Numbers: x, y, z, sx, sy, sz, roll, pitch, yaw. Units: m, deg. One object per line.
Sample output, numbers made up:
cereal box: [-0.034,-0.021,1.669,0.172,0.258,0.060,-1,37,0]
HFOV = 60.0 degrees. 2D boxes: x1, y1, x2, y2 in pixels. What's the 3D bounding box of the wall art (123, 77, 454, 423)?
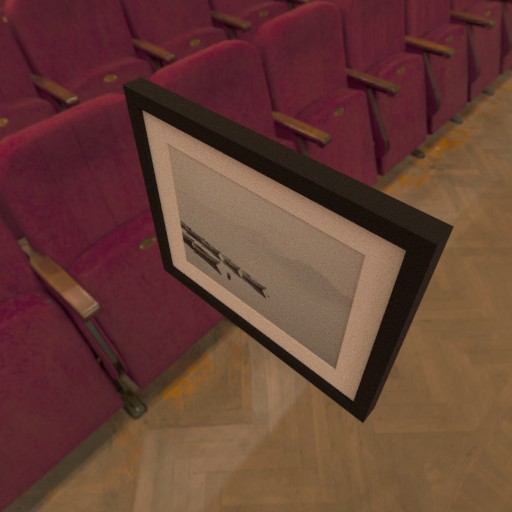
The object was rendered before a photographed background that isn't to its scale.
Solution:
wall art: [0.000,0.000,0.553,0.397,0.325,0.028,33,55,28]
